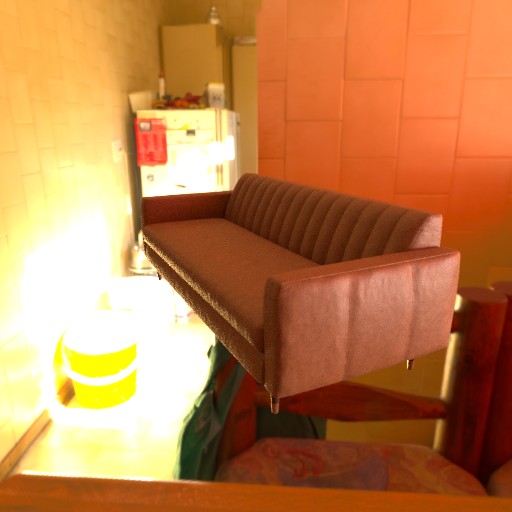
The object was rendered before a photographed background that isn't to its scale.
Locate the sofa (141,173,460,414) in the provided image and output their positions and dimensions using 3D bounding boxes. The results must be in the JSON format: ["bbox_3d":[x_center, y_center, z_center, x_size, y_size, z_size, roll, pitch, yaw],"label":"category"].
[{"bbox_3d":[0.000,0.000,2.818,0.990,0.821,2.291,-8,19,-25],"label":"sofa"}]
